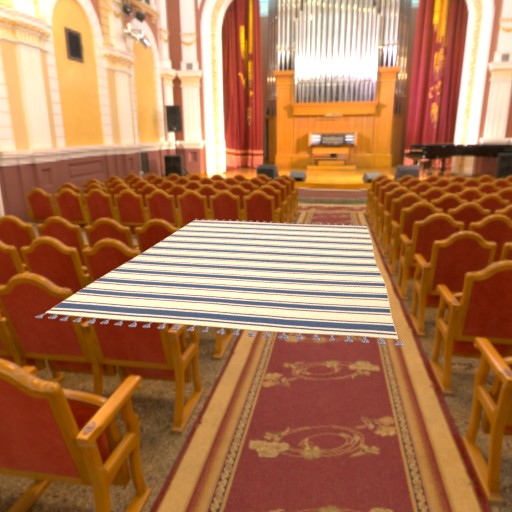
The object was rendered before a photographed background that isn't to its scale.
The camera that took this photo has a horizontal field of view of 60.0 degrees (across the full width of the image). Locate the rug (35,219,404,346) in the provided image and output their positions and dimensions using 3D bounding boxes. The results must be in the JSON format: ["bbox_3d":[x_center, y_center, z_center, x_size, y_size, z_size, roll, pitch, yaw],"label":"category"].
[{"bbox_3d":[0.000,0.000,2.874,1.544,0.010,2.315,3,16,10],"label":"rug"}]
